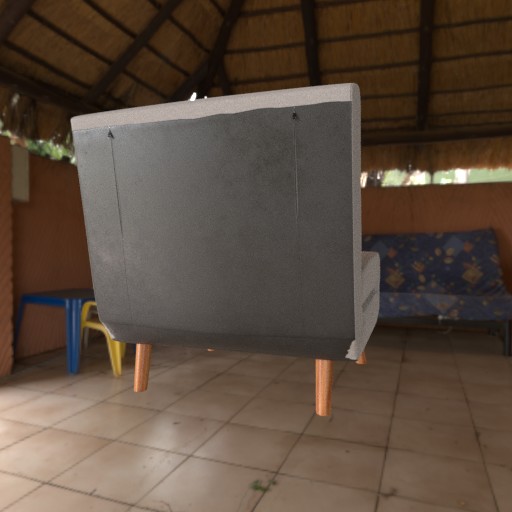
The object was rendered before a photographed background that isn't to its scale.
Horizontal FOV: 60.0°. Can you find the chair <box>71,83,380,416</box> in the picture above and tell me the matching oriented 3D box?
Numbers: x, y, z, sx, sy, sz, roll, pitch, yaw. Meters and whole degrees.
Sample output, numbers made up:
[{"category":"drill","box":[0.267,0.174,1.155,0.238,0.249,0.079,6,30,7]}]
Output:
[{"category":"chair","box":[0.000,0.000,1.488,0.770,0.808,0.902,0,1,20]}]
